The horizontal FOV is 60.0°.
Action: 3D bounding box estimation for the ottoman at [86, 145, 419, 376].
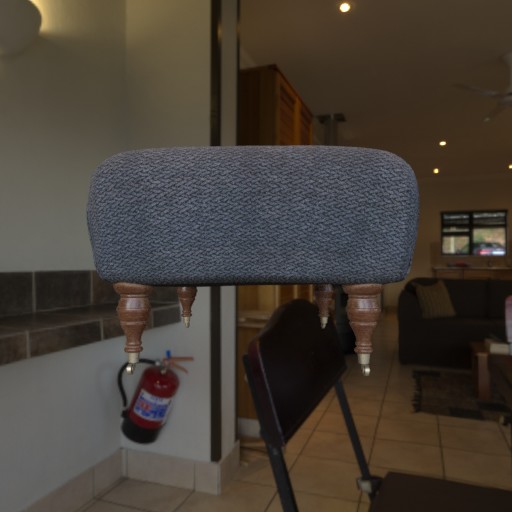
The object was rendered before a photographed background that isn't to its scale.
[{"bbox_3d":[0.000,0.000,1.125,0.622,0.450,0.747,0,-1,1],"label":"ottoman"}]
